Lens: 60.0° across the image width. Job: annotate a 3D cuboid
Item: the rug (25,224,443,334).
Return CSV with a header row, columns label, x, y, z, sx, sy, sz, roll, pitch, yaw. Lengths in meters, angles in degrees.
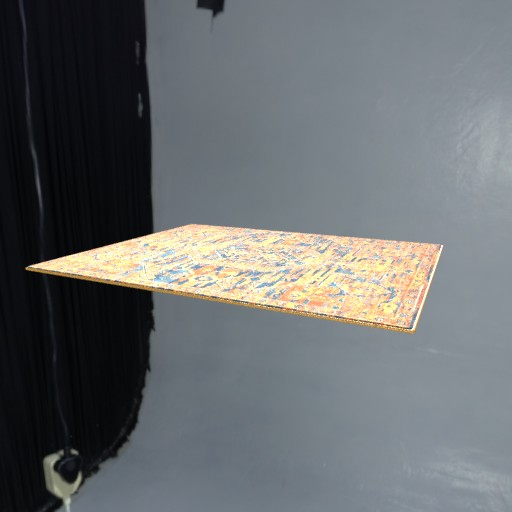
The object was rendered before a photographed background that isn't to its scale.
label,x,y,z,sx,sy,sz,roll,pitch,yaw
rug,0.000,0.000,4.059,3.040,0.031,2.435,6,15,25
